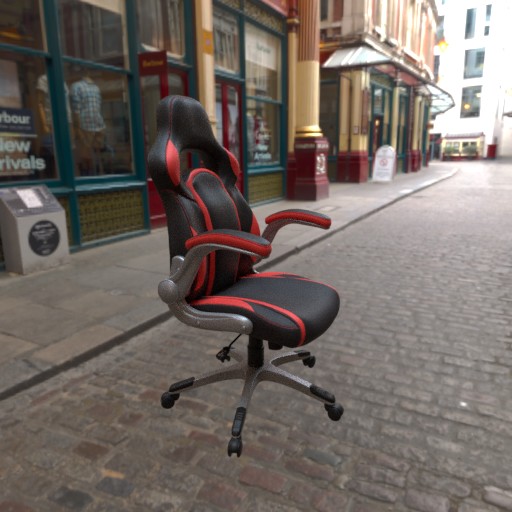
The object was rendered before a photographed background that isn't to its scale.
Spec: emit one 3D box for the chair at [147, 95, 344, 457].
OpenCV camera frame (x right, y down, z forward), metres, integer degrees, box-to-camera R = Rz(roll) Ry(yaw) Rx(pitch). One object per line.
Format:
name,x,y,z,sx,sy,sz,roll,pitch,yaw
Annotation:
chair,0.000,0.000,1.652,0.712,1.165,0.758,6,14,26
